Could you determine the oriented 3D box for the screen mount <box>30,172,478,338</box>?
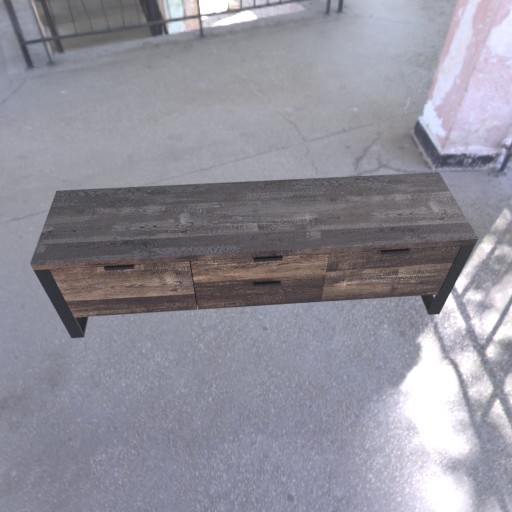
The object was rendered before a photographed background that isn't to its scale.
[{"bbox_3d":[0.000,0.000,1.793,1.524,0.450,0.395,-3,47,-3],"label":"screen mount"}]
